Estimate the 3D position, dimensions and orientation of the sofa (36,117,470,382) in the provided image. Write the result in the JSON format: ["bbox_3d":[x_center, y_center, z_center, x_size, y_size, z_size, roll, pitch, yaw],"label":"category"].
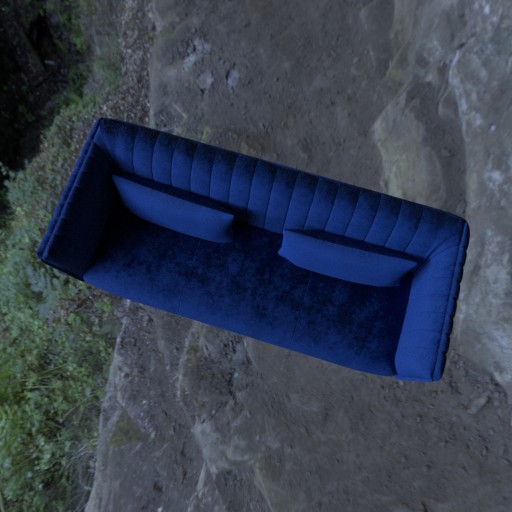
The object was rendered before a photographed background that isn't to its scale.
[{"bbox_3d":[0.000,0.000,2.587,2.136,0.793,0.896,17,77,4],"label":"sofa"}]
